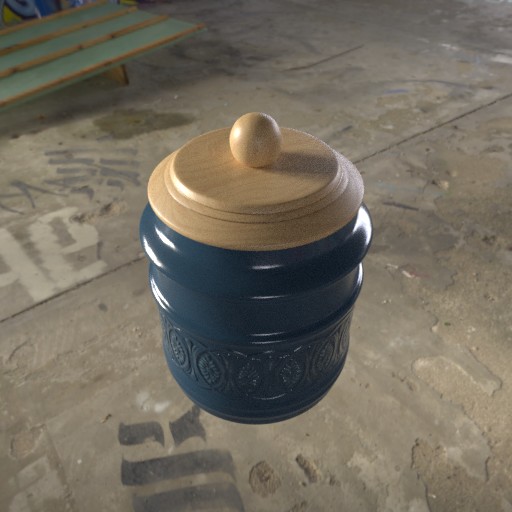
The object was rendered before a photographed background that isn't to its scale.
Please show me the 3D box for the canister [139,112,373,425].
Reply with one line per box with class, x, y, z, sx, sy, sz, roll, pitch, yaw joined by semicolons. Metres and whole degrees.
canister;0.000;0.000;0.269;0.130;0.176;0.130;0;40;0
